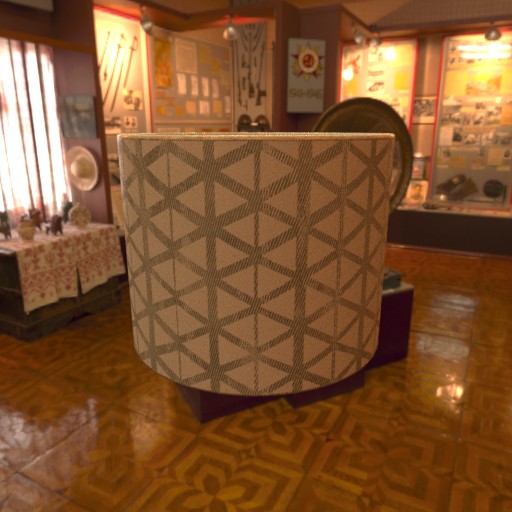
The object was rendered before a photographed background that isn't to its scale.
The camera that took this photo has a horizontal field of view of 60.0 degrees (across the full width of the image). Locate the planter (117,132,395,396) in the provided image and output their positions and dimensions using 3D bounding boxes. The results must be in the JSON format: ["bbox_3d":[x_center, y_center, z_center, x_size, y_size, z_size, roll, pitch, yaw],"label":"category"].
[{"bbox_3d":[0.000,0.000,0.341,0.190,0.181,0.190,0,16,0],"label":"planter"}]
